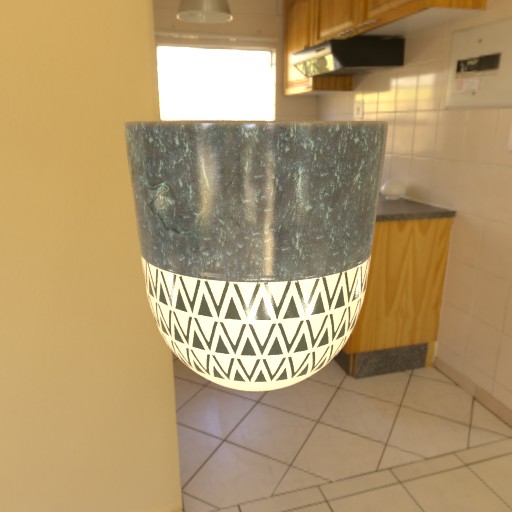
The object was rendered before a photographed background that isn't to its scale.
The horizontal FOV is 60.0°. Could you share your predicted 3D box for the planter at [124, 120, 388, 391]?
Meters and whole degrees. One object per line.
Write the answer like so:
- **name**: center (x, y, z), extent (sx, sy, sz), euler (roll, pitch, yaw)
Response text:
- **planter**: center (0.000, 0.000, 0.369), extent (0.195, 0.214, 0.195), euler (0, 17, 0)
